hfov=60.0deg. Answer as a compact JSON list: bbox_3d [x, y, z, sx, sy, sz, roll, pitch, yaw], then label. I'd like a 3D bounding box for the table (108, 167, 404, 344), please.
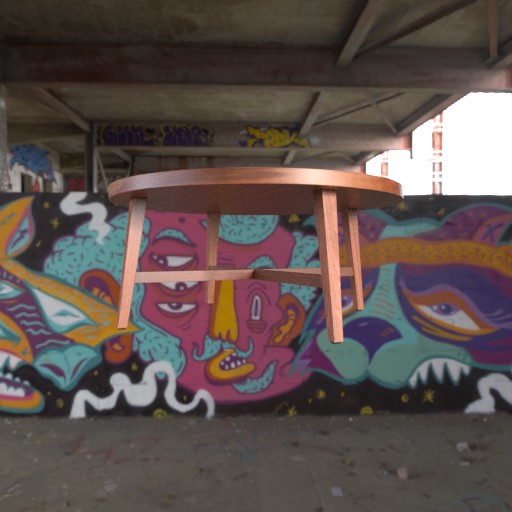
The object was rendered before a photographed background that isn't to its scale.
[{"bbox_3d":[0.000,0.000,1.270,0.800,0.360,0.800,0,1,0],"label":"table"}]
